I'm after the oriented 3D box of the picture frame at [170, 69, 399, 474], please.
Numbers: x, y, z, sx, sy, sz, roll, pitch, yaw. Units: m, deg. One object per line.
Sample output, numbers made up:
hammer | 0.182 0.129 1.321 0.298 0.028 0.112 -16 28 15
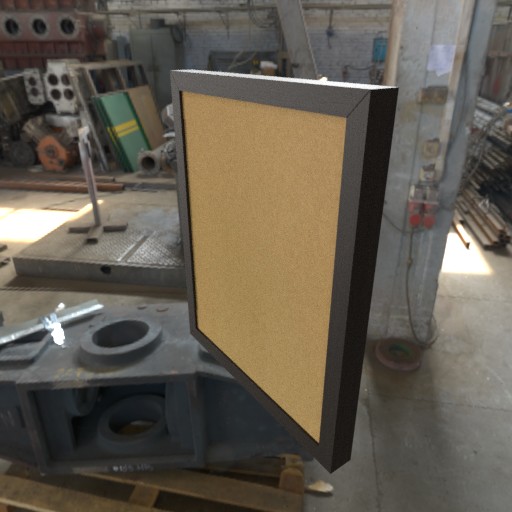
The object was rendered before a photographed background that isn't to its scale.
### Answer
picture frame | 0.000 0.000 0.739 0.044 0.555 0.452 -17 30 -32
